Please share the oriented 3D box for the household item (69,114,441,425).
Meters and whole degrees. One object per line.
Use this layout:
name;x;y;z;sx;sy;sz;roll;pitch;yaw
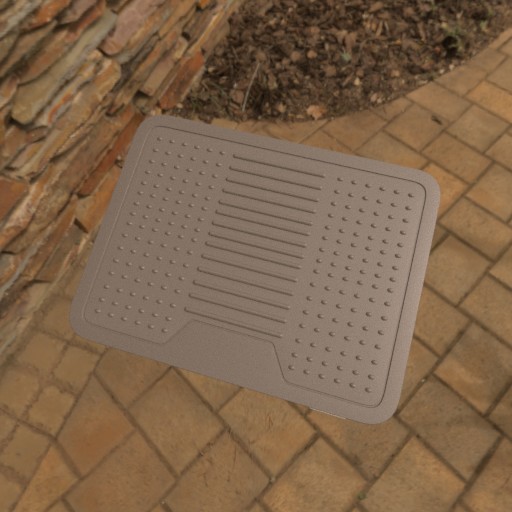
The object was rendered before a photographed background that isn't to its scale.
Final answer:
household item;0.000;0.000;0.543;0.390;0.126;0.301;14;61;8
